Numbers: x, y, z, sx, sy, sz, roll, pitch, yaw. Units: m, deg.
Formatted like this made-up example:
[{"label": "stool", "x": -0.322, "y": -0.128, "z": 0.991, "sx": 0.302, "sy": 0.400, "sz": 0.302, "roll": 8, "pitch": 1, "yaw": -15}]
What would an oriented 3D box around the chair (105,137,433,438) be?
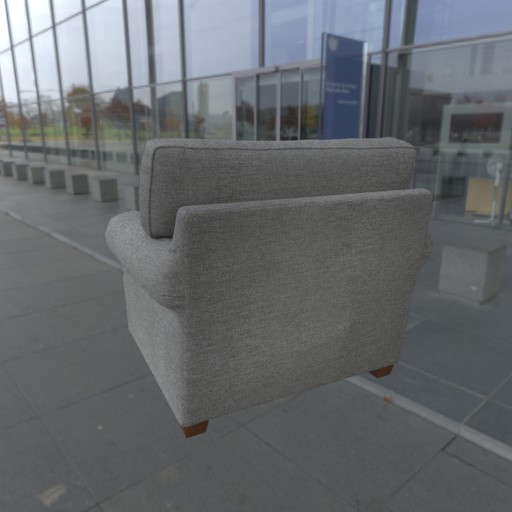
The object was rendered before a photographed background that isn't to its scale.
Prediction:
[{"label": "chair", "x": 0.000, "y": 0.000, "z": 1.840, "sx": 1.092, "sy": 0.961, "sz": 0.965, "roll": -8, "pitch": 17, "yaw": -26}]
